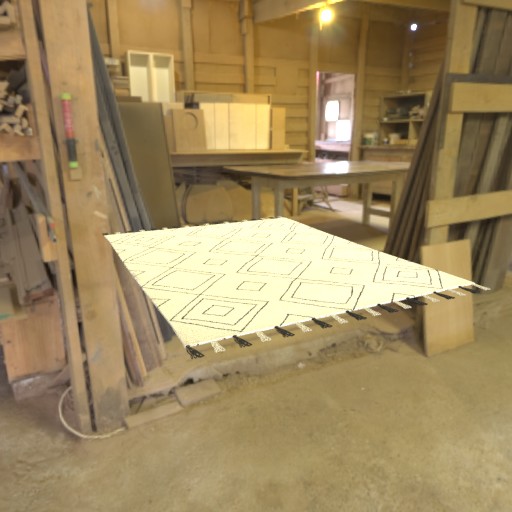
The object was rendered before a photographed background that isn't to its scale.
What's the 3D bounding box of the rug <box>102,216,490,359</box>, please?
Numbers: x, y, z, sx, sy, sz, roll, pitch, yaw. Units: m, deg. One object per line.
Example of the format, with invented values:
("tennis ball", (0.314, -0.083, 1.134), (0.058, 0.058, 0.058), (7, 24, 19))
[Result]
("rug", (0.000, 0.000, 4.191), (2.342, 0.026, 3.221), (-8, 18, -25))
